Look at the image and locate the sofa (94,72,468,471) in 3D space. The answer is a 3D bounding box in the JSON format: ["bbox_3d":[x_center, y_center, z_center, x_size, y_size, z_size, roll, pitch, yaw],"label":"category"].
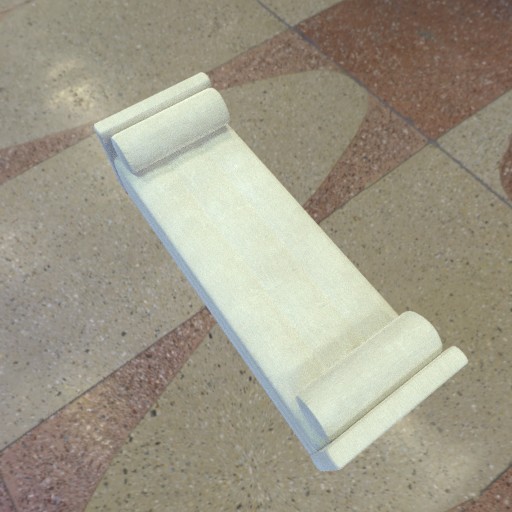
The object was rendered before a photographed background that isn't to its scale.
[{"bbox_3d":[0.000,0.000,2.289,0.686,0.635,1.981,-32,68,-15],"label":"sofa"}]
